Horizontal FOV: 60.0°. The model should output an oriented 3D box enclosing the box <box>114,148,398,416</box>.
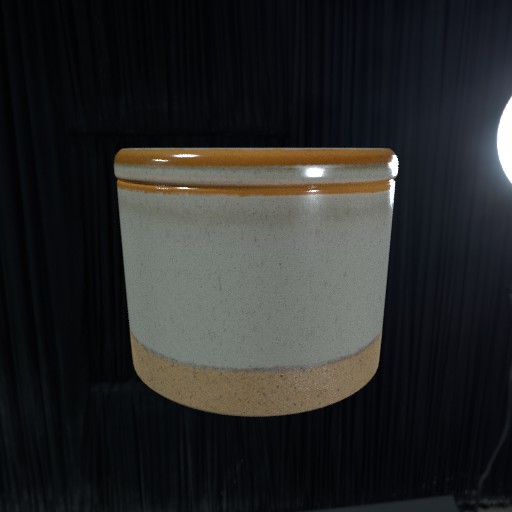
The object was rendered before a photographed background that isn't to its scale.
[{"bbox_3d":[0.000,0.000,0.211,0.123,0.100,0.123,0,14,0],"label":"box"}]
